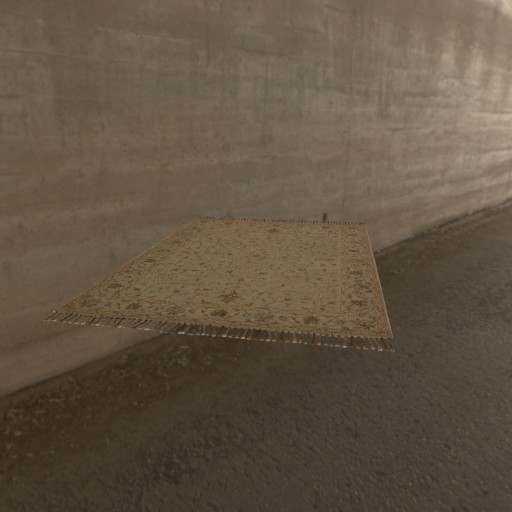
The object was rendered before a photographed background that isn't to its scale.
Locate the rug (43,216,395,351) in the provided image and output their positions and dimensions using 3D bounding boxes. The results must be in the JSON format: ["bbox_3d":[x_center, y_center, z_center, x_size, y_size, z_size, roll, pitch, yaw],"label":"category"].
[{"bbox_3d":[0.000,0.000,2.332,1.218,0.017,1.861,3,17,10],"label":"rug"}]
